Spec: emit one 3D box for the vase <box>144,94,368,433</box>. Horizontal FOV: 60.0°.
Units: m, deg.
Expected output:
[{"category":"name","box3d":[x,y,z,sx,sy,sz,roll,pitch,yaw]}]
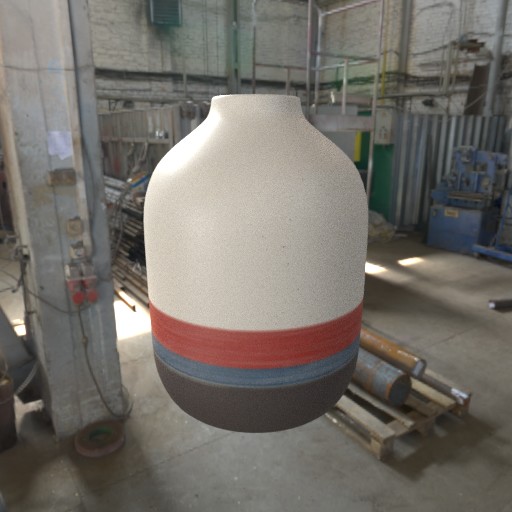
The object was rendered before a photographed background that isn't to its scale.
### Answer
[{"category":"vase","box3d":[0.000,0.000,0.351,0.169,0.237,0.169,0,16,0]}]
